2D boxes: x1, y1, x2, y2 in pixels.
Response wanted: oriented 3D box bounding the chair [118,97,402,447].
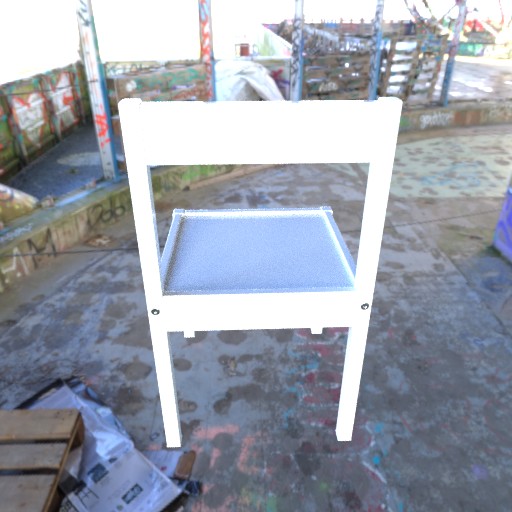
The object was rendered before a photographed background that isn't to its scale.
[{"bbox_3d":[0.000,0.000,0.684,0.285,0.505,0.285,-1,29,-2],"label":"chair"}]
